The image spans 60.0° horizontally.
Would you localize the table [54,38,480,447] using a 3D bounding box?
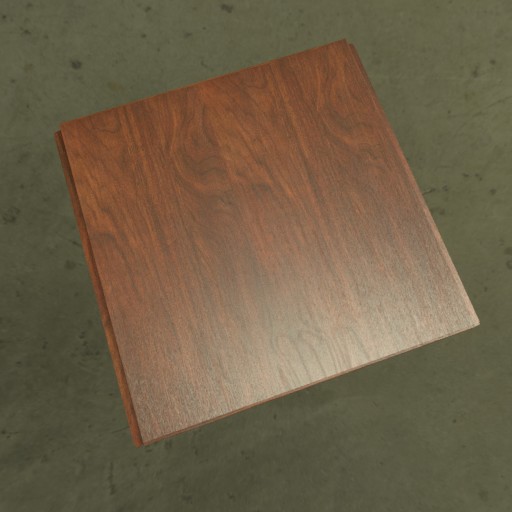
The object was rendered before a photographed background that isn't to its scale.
[{"bbox_3d":[0.000,0.000,1.440,0.843,0.763,0.812,-18,77,-4],"label":"table"}]
